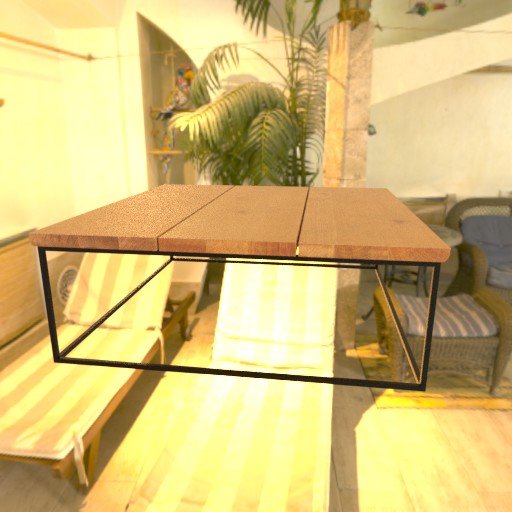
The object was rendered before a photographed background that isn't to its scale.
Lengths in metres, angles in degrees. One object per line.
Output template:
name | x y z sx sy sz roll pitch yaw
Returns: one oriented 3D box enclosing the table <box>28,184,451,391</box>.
table | 0.000 0.000 1.715 1.100 0.400 1.100 2 16 8
